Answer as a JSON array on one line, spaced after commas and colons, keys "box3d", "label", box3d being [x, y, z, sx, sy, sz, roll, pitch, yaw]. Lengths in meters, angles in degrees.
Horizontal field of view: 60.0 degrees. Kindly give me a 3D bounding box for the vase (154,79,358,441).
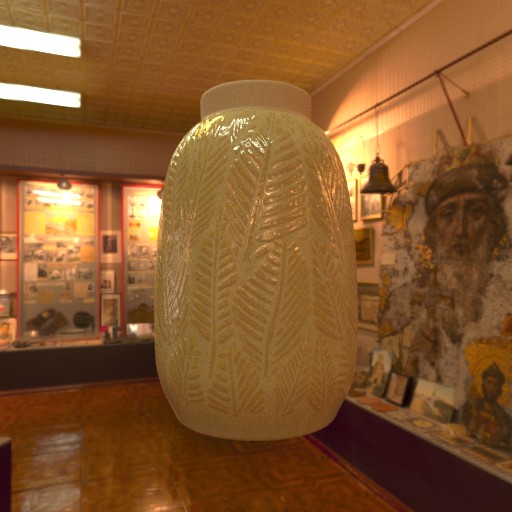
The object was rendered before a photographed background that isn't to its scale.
[{"box3d": [0.000, 0.000, 0.385, 0.172, 0.270, 0.172, 0, -1, 0], "label": "vase"}]
